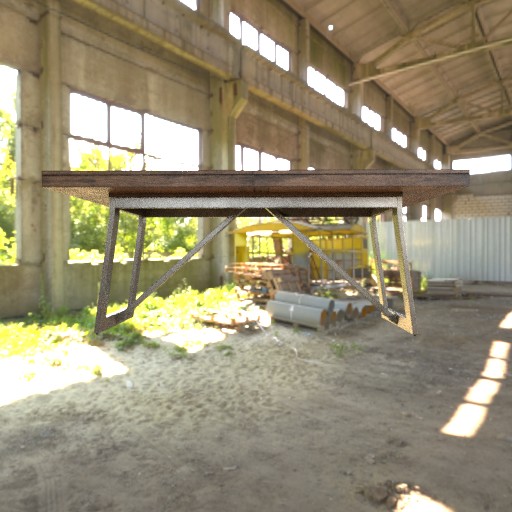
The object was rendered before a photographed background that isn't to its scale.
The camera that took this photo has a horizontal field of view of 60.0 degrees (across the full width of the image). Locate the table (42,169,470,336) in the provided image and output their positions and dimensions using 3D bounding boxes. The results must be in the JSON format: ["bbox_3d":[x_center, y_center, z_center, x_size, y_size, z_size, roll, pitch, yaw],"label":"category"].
[{"bbox_3d":[0.000,0.000,2.398,1.867,0.757,0.931,0,0,1],"label":"table"}]
